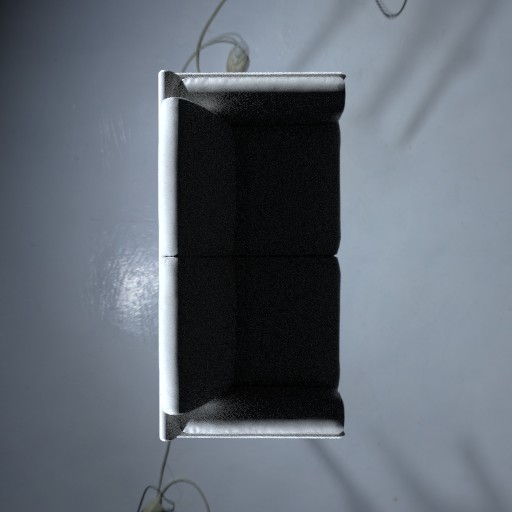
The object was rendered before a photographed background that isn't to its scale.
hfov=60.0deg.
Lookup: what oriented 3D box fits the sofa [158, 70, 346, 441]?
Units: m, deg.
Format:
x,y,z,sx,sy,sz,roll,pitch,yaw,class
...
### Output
x,y,z,sx,sy,sz,roll,pitch,yaw,class
0.000,0.000,2.651,1.049,0.930,2.101,0,91,1,sofa
